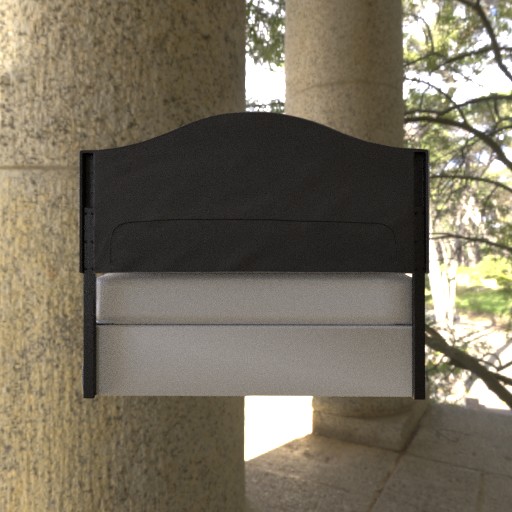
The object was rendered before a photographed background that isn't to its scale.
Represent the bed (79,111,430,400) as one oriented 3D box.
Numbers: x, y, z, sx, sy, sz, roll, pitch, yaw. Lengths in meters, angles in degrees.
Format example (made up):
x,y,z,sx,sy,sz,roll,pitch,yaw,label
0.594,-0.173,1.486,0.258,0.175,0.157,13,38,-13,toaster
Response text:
x,y,z,sx,sy,sz,roll,pitch,yaw,label
0.000,0.000,2.911,1.610,1.295,1.870,0,0,1,bed
